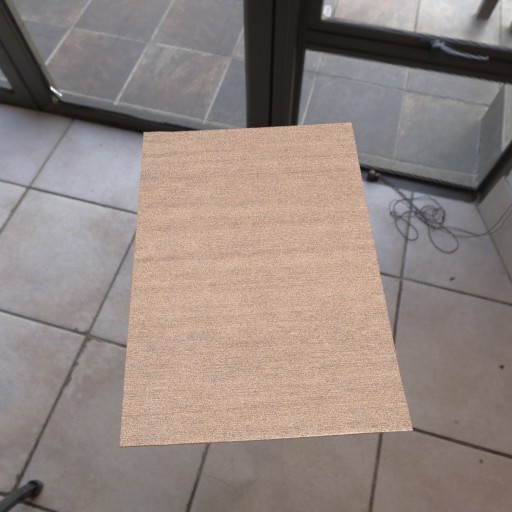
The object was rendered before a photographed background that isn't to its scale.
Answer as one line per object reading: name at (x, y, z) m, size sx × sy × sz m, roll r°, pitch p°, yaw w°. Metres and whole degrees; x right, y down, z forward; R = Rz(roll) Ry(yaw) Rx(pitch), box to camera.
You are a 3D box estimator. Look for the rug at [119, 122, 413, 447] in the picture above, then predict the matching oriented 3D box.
rug at (0.000, 0.000, 2.941) m, size 1.624 × 0.030 × 2.264 m, roll -3°, pitch 63°, yaw -1°
